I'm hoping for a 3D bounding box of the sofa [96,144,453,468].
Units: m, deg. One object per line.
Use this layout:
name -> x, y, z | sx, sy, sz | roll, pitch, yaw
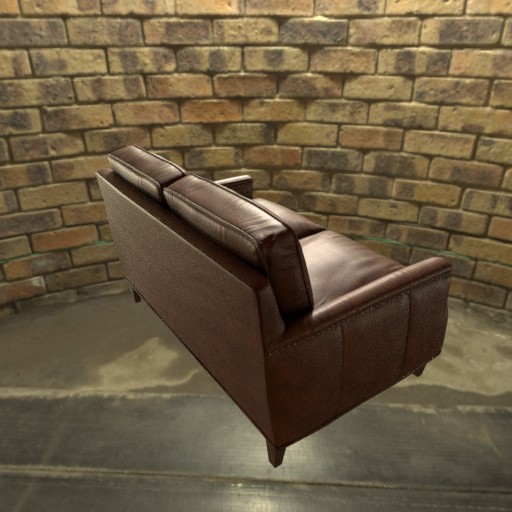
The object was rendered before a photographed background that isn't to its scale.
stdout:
sofa -> 0.000, 0.000, 2.261 | 1.083, 1.003, 1.628 | -18, 32, -31
